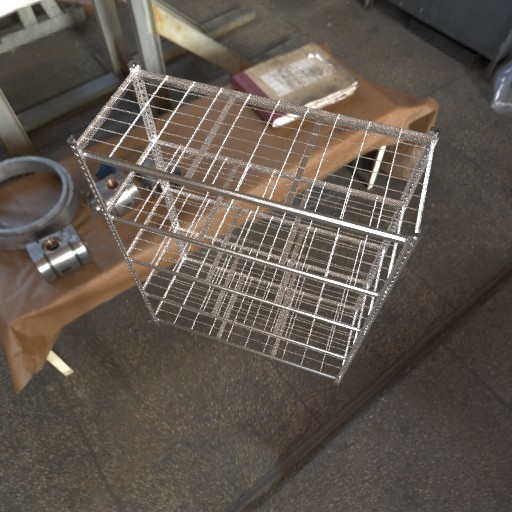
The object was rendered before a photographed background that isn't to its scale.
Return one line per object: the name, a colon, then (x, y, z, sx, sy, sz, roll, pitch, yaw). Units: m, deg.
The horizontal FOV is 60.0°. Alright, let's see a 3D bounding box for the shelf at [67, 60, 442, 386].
shelf: (0.000, 0.000, 2.769, 1.524, 1.981, 0.610, 16, 59, 10)
